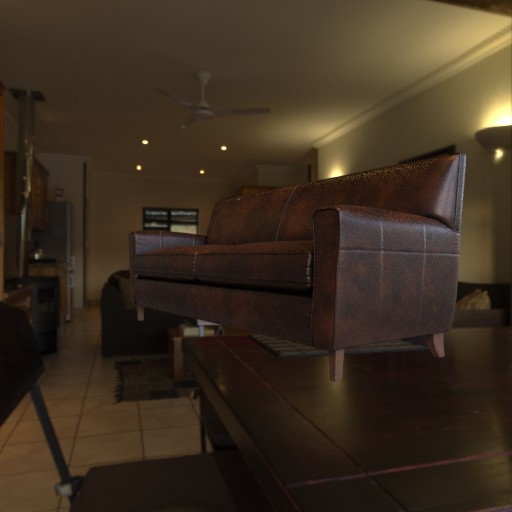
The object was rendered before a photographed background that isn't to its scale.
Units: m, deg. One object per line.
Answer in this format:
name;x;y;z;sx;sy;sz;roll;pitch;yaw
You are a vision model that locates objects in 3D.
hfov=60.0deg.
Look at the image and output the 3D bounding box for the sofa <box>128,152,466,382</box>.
sofa;0.000;0.000;2.463;0.786;0.871;1.995;0;0;-36
